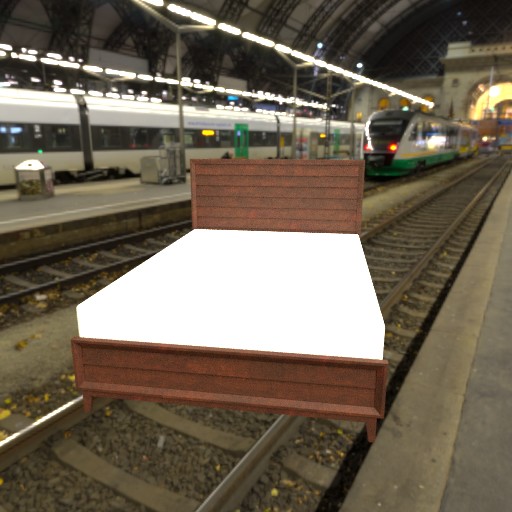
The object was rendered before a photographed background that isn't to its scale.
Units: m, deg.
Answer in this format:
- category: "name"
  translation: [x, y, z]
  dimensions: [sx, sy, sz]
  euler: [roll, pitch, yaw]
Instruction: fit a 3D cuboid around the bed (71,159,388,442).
- category: "bed"
  translation: [0.000, 0.000, 3.175]
  dimensions: [1.600, 1.270, 2.184]
  euler: [2, 15, 9]
